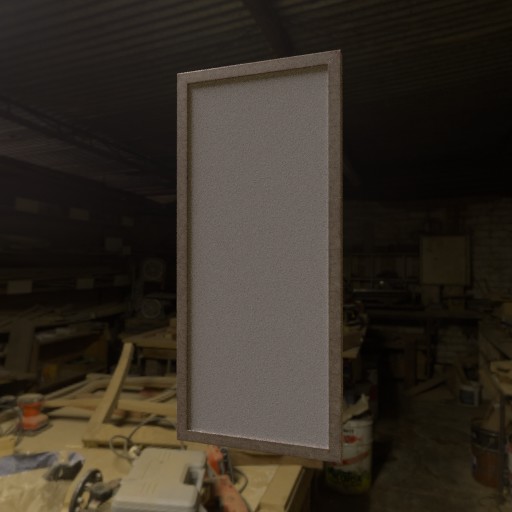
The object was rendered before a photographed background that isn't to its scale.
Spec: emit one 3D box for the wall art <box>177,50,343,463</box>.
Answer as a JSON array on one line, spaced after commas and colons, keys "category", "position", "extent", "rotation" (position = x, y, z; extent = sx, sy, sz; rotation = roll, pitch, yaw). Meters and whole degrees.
[{"category": "wall art", "position": [0.000, 0.000, 1.690], "extent": [0.648, 1.461, 0.051], "rotation": [0, -1, 18]}]
